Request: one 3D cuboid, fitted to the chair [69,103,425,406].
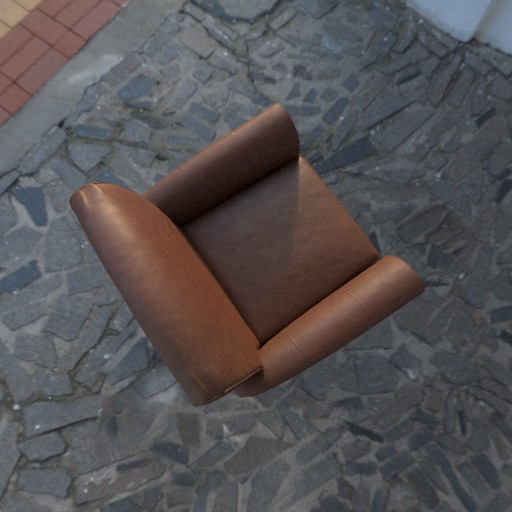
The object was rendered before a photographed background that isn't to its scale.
[{"bbox_3d":[0.000,0.000,1.773,0.902,1.061,0.978,-34,77,-9],"label":"chair"}]
